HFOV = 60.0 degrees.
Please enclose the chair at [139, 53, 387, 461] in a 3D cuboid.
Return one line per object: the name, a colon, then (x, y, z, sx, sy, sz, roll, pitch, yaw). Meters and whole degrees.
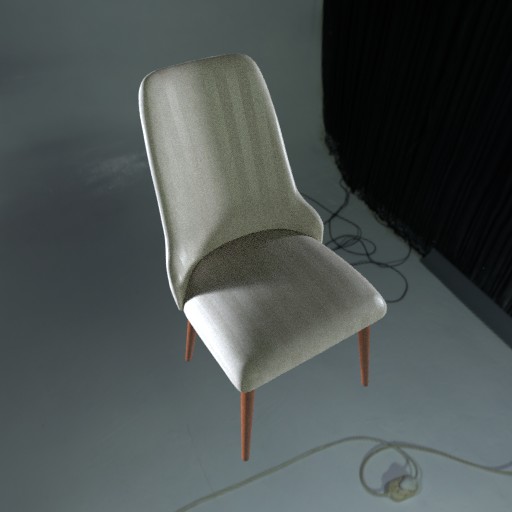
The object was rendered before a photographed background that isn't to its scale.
chair: (0.000, 0.000, 1.309, 0.526, 0.917, 0.684, -23, 49, -22)
